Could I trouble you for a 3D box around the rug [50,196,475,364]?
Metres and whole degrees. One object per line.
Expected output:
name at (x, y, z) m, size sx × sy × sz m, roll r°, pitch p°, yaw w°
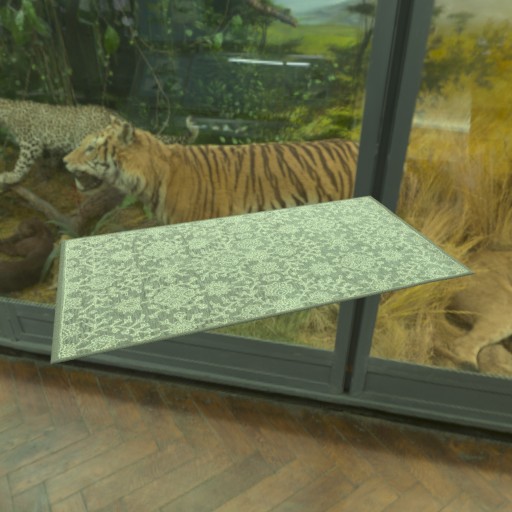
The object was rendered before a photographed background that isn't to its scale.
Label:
rug at (0.000, 0.000, 3.632) m, size 3.048 × 0.011 × 1.546 m, roll -10°, pitch 33°, yaw -16°
